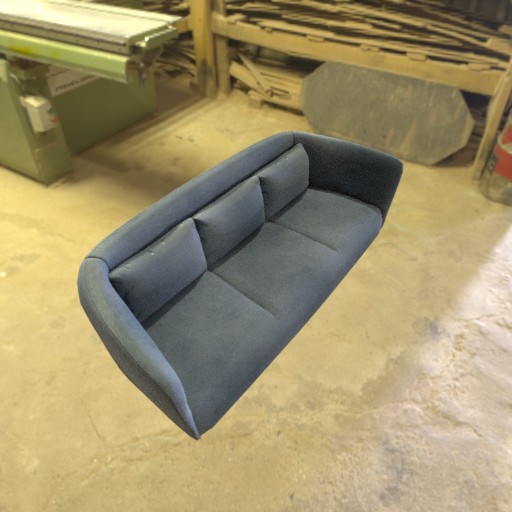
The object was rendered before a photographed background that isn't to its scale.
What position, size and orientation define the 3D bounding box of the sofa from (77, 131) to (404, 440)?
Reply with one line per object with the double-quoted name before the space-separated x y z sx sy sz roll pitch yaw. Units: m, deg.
"sofa" 0.000 0.000 2.527 0.849 0.795 2.095 25 46 27
